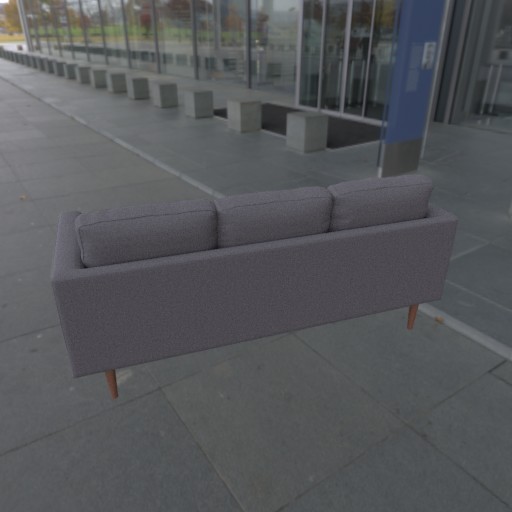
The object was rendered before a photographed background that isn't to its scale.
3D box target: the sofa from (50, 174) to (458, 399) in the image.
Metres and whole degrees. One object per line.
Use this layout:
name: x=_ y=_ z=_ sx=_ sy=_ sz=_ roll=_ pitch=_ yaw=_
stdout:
sofa: x=0.000 y=0.000 z=2.502 sx=2.029 sy=0.912 sz=0.802 roll=-9 pitch=28 yaw=-17
